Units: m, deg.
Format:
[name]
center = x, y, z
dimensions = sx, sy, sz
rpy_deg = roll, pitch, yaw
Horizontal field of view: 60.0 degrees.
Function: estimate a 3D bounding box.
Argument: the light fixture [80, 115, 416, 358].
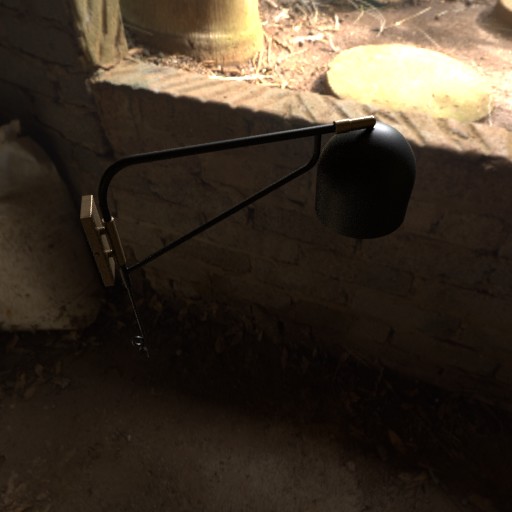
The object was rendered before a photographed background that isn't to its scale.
[light fixture]
center = 0.000, 0.000, 1.102
dimensions = 0.720, 0.696, 0.215
rpy_deg = -9, 46, -9
